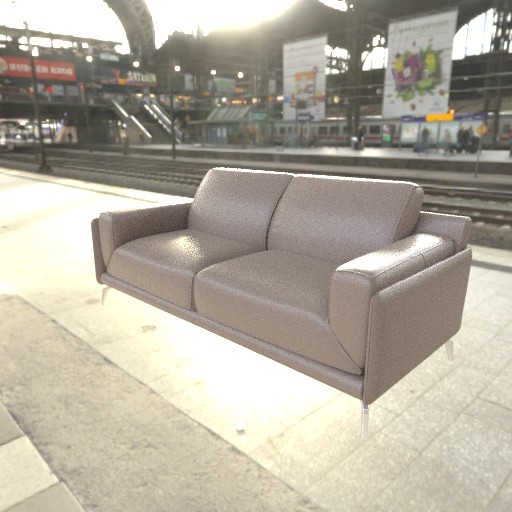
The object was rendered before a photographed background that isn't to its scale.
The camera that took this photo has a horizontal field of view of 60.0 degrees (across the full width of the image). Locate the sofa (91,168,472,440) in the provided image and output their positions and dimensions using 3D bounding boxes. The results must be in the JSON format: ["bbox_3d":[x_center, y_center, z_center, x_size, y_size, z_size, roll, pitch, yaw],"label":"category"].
[{"bbox_3d":[0.000,0.000,2.557,2.101,0.930,1.049,14,21,41],"label":"sofa"}]
